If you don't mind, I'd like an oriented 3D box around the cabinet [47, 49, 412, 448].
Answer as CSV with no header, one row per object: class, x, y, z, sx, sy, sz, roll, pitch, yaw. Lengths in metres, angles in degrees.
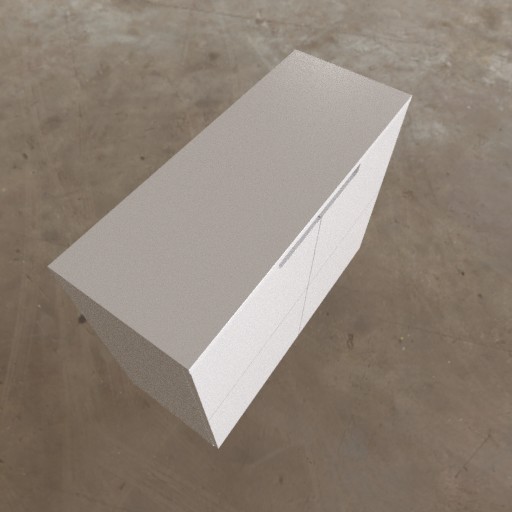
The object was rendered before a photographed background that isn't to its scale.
cabinet,0.000,0.000,1.453,0.400,0.800,1.000,31,62,19
